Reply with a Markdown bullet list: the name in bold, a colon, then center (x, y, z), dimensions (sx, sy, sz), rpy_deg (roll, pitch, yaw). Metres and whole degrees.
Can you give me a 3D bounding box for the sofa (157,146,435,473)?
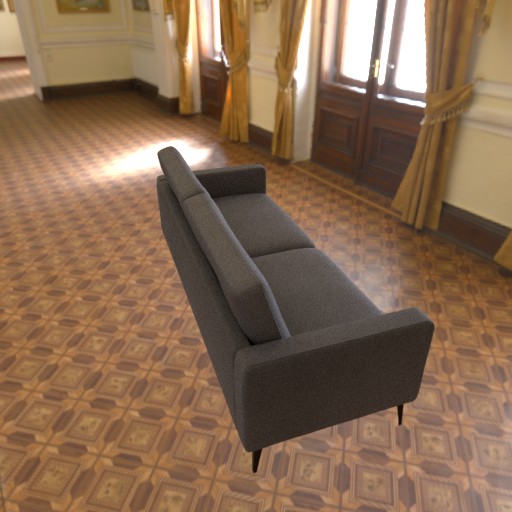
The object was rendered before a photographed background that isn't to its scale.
- **sofa**: center (0.000, 0.000, 2.405), dimensions (0.774, 0.828, 1.925), rpy_deg (-10, 32, -17)
